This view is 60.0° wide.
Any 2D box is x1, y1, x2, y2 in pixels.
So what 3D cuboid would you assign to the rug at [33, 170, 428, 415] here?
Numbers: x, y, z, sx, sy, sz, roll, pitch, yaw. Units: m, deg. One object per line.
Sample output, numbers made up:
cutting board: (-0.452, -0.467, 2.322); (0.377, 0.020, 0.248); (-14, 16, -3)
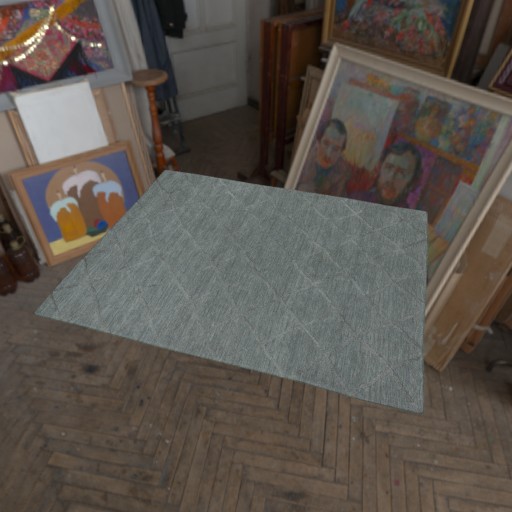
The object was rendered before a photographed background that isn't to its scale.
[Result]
rug: (0.000, 0.000, 4.105); (3.048, 0.013, 2.438); (11, 42, 13)
